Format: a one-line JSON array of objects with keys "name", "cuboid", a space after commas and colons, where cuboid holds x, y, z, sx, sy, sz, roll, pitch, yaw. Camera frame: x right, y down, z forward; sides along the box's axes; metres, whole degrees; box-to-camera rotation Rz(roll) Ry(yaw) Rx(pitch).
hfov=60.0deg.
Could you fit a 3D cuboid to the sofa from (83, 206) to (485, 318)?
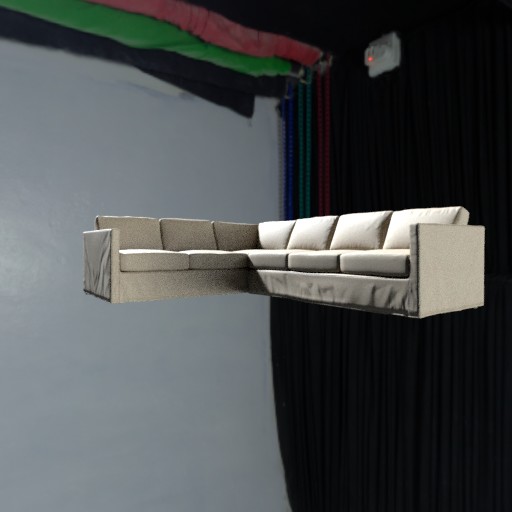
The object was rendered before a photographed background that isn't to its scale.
[{"name": "sofa", "cuboid": [0.000, 0.000, 4.267, 2.432, 0.871, 3.182, 0, 1, -35]}]
